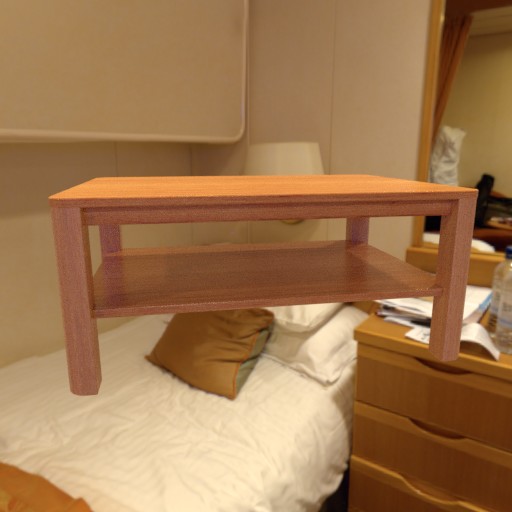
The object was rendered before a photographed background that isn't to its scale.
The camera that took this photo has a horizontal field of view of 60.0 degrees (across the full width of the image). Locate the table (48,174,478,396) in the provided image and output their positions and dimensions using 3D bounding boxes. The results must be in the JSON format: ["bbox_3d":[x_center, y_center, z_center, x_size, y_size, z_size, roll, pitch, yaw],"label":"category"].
[{"bbox_3d":[0.000,0.000,1.360,0.997,0.445,0.696,-3,14,-10],"label":"table"}]
